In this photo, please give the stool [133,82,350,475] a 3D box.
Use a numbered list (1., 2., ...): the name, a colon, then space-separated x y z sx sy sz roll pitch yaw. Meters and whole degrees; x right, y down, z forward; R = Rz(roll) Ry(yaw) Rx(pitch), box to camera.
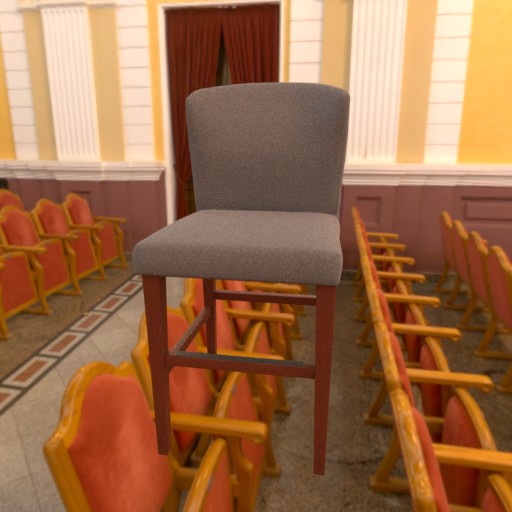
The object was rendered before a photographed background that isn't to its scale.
1. stool: 0.000 0.000 1.247 0.481 0.968 0.568 3 16 10
